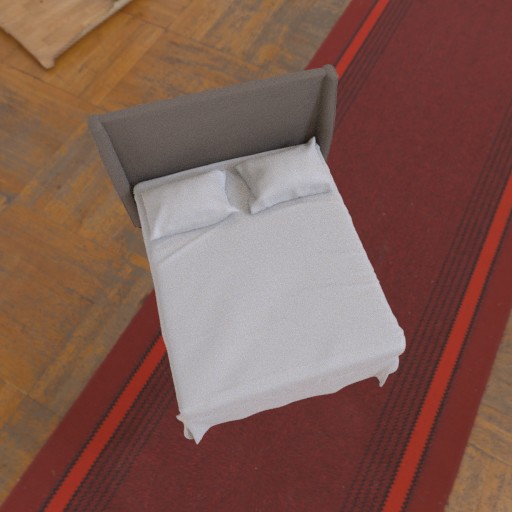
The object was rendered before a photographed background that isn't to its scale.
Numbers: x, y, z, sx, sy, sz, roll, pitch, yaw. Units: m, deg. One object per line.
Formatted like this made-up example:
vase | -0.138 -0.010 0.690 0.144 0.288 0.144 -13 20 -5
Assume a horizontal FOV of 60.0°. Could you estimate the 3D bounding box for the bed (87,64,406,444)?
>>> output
bed | 0.000 0.000 3.441 1.925 1.332 2.276 -15 65 -7
